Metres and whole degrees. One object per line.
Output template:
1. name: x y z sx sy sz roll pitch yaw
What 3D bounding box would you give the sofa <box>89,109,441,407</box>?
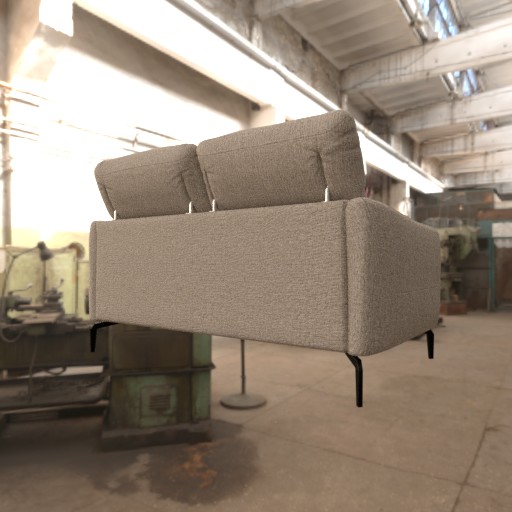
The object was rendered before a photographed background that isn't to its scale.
1. sofa: 0.000 0.000 2.125 1.540 0.950 0.905 0 -1 36
